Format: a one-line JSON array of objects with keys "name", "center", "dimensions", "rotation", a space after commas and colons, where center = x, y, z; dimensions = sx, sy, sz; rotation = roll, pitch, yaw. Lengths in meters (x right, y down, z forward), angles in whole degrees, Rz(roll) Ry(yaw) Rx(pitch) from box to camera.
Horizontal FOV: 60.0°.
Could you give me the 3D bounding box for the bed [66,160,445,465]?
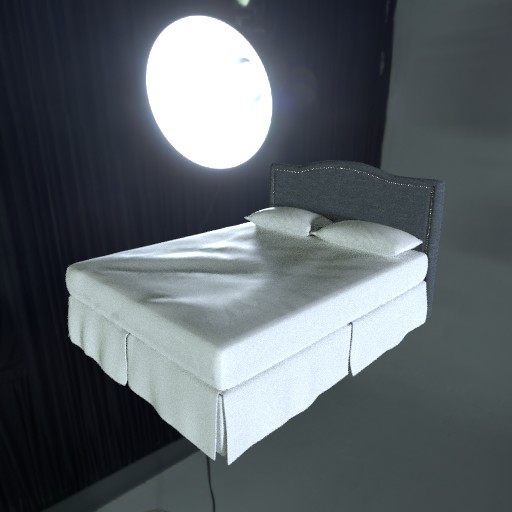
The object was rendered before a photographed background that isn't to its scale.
[{"name": "bed", "center": [0.000, 0.000, 3.887], "dimensions": [2.689, 1.457, 2.161], "rotation": [-17, 24, -42]}]
